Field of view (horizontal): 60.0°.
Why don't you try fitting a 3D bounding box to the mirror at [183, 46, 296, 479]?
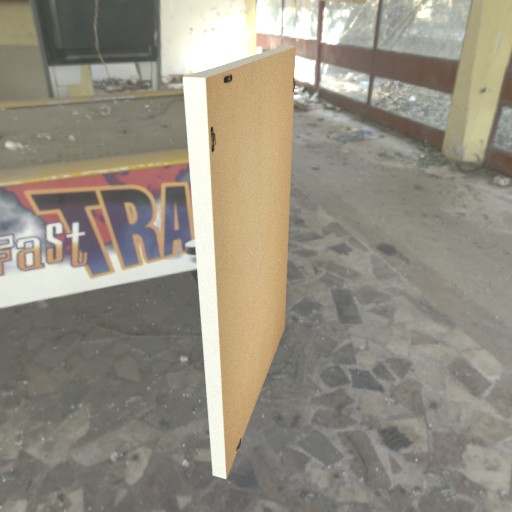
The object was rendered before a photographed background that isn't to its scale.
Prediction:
[{"bbox_3d":[0.000,0.000,1.114,0.041,0.914,0.609,8,30,14],"label":"mirror"}]
